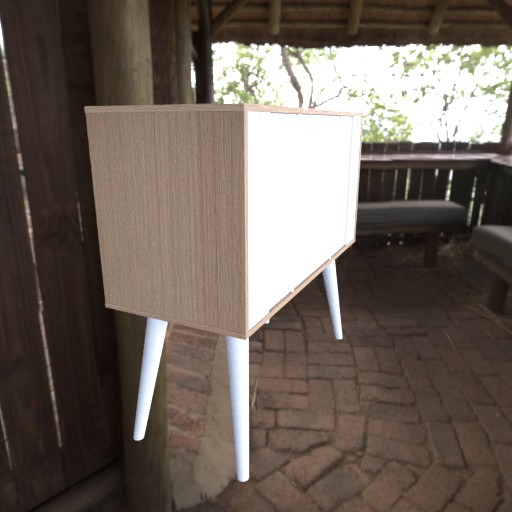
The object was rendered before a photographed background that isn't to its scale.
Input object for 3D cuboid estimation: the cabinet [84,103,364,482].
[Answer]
[{"bbox_3d":[0.000,0.000,1.627,0.470,1.016,1.057,8,19,25],"label":"cabinet"}]
